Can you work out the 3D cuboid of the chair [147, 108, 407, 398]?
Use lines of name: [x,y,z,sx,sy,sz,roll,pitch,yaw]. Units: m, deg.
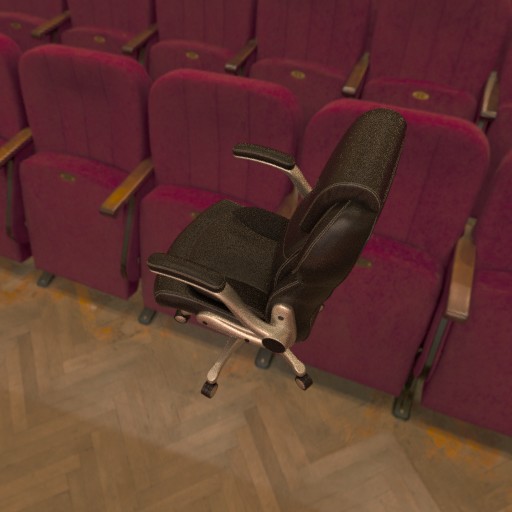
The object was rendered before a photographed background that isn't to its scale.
chair: [0.000,0.000,1.652,0.801,1.141,0.724,17,50,15]
